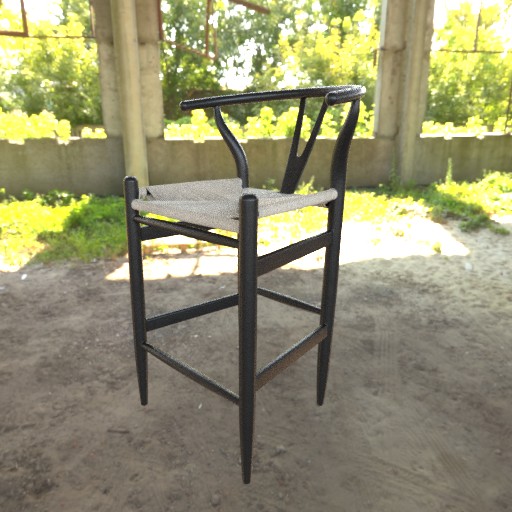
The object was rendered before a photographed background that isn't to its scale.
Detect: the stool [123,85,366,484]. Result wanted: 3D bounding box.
[{"bbox_3d":[0.000,0.000,1.315,0.569,0.970,0.579,15,22,42],"label":"stool"}]
